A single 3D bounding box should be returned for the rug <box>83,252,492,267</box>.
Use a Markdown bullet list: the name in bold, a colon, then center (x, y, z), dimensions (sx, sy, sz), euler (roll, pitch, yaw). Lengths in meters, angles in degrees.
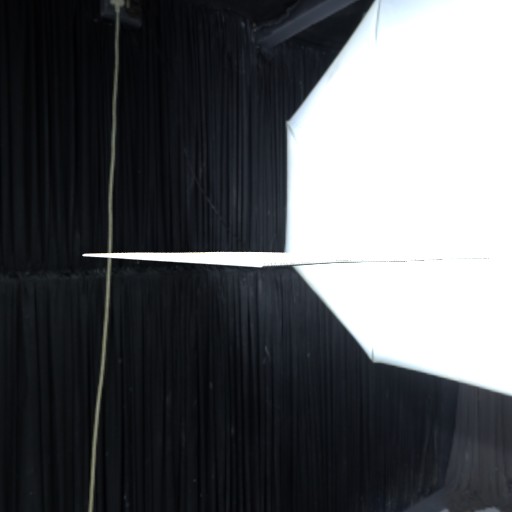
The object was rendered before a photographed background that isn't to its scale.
- **rug**: center (0.000, 0.000, 3.719), dimensions (2.043, 0.026, 2.901), euler (-1, 2, -36)
